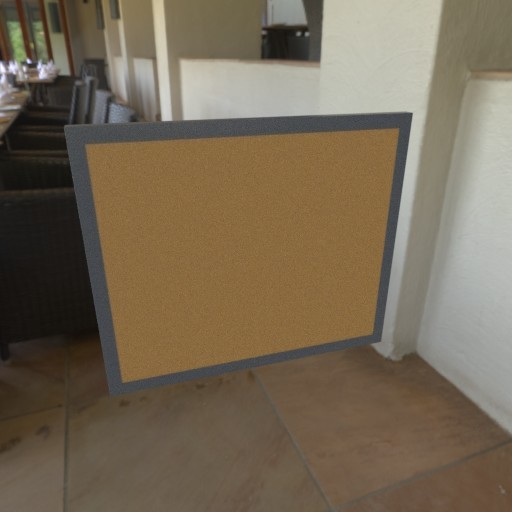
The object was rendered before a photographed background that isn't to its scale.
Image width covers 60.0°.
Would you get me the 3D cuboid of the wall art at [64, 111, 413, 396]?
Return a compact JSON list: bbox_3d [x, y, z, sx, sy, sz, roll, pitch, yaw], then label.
[{"bbox_3d":[0.000,0.000,0.933,0.660,0.558,0.026,-7,25,-16],"label":"wall art"}]
